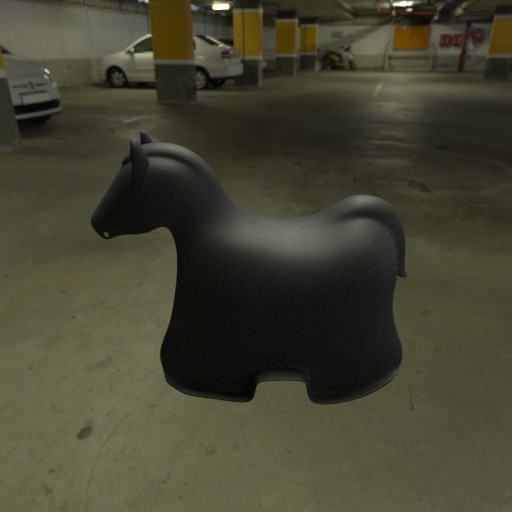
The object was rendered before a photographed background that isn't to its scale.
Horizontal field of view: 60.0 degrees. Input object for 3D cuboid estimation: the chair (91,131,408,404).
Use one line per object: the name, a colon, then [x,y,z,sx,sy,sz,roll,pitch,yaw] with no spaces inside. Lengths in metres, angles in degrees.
chair: [0.000,0.000,1.138,0.800,0.612,0.429,-1,25,-1]
